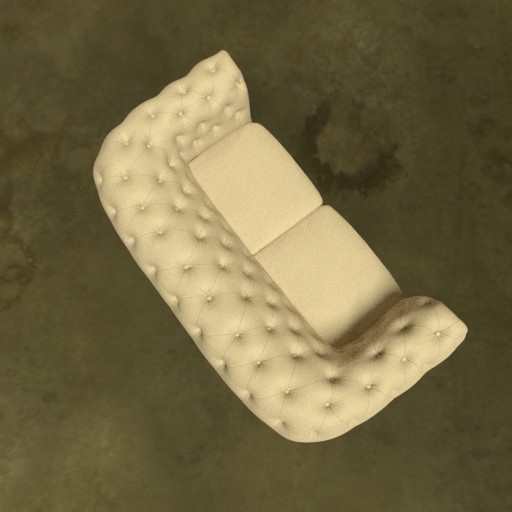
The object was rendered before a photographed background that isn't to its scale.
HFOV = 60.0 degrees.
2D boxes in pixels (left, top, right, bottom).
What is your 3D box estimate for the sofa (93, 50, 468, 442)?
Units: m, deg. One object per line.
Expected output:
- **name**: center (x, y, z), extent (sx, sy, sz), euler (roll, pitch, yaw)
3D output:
- **sofa**: center (0.000, 0.000, 2.499), extent (1.069, 0.835, 1.988), euler (-37, 79, -8)
